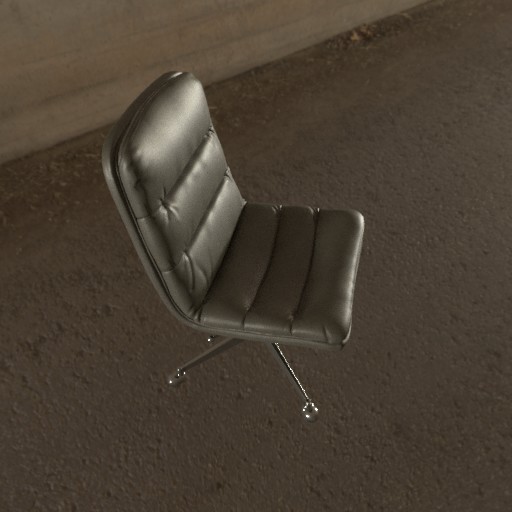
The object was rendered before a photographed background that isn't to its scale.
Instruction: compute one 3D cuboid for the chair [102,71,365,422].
[{"bbox_3d":[0.000,0.000,1.055,0.485,0.738,0.422,11,47,10],"label":"chair"}]
